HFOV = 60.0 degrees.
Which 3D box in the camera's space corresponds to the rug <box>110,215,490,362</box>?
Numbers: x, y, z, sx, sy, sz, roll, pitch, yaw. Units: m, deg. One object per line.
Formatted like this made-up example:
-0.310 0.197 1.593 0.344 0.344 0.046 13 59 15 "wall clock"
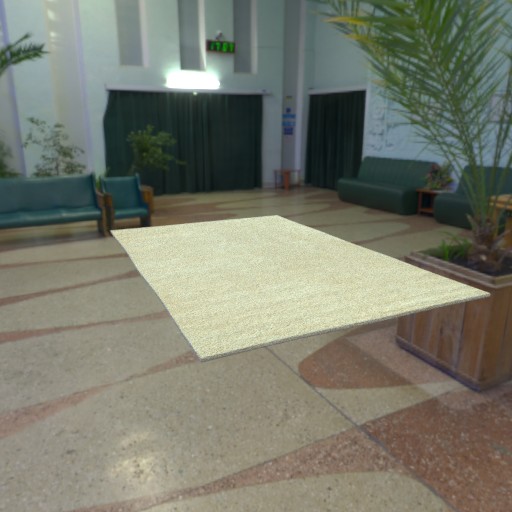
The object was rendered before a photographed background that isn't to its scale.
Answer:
0.000 0.000 3.431 1.800 0.025 2.699 -7 18 -24 "rug"
